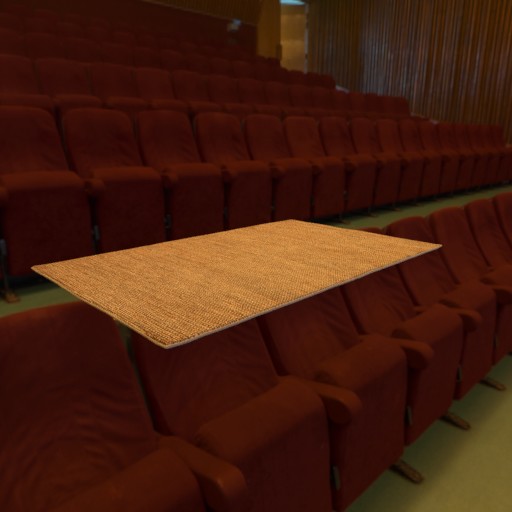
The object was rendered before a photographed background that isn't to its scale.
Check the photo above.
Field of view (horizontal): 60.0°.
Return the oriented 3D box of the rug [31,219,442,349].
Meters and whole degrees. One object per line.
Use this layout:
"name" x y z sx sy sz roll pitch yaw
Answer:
"rug" 0.000 0.000 3.049 2.438 0.034 1.521 -14 20 -42
